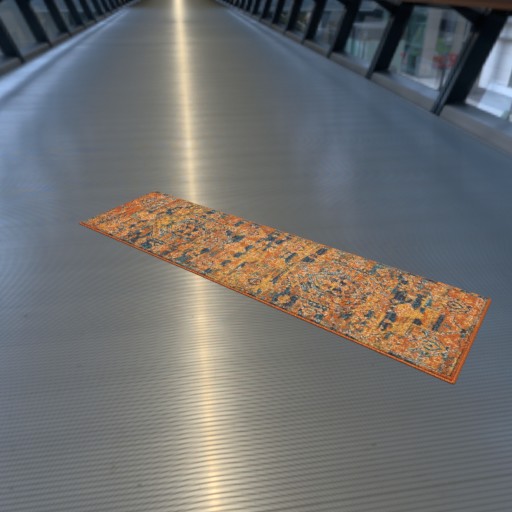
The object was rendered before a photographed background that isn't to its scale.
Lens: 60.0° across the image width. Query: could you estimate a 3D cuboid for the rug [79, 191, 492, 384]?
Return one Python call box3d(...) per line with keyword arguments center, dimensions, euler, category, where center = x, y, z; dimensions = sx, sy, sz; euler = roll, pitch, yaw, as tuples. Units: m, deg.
box3d(center=(0.000, 0.000, 2.433), dimensions=(2.274, 0.016, 0.651), euler=(20, 36, 30), category="rug")
